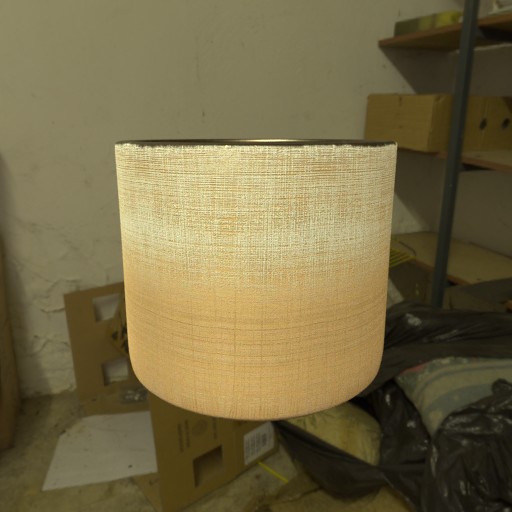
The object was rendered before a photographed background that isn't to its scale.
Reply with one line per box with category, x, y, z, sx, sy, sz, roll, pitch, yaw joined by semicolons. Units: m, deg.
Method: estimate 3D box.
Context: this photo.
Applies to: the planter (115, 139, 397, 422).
planter;0.000;0.000;0.437;0.254;0.221;0.254;0;15;0
